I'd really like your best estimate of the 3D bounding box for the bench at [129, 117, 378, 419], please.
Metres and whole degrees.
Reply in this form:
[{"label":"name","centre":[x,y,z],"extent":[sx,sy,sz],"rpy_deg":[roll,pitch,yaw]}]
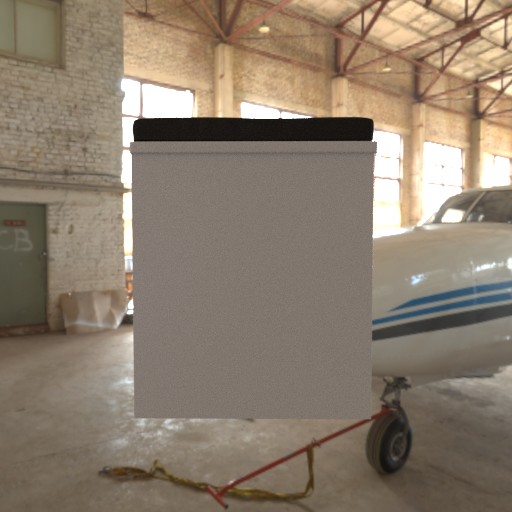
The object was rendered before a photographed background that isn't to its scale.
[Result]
[{"label":"bench","centre":[0.000,0.000,1.169],"extent":[0.401,0.500,0.899],"rpy_deg":[0,3,1]}]
